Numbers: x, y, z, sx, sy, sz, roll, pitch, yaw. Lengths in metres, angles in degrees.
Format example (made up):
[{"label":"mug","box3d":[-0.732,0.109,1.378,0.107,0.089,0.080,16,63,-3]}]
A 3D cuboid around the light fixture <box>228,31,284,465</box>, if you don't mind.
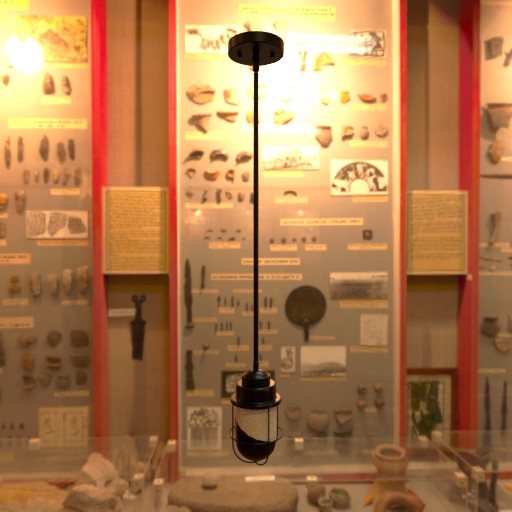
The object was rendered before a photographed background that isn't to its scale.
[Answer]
[{"label":"light fixture","box3d":[0.000,0.000,0.974,0.123,0.920,0.123,0,1,-1]}]
